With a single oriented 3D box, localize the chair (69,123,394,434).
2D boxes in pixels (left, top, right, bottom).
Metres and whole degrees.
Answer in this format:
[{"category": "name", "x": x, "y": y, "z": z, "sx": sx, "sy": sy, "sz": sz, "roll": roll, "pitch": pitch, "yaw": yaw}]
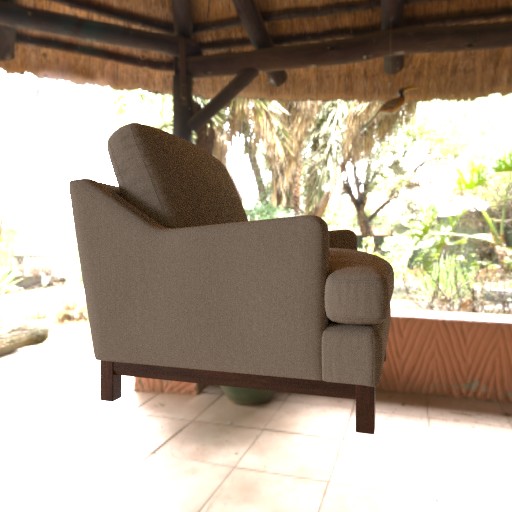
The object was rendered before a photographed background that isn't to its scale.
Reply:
[{"category": "chair", "x": 0.000, "y": 0.000, "z": 1.692, "sx": 1.001, "sy": 0.916, "sz": 0.912, "roll": 0, "pitch": 1, "yaw": 18}]
